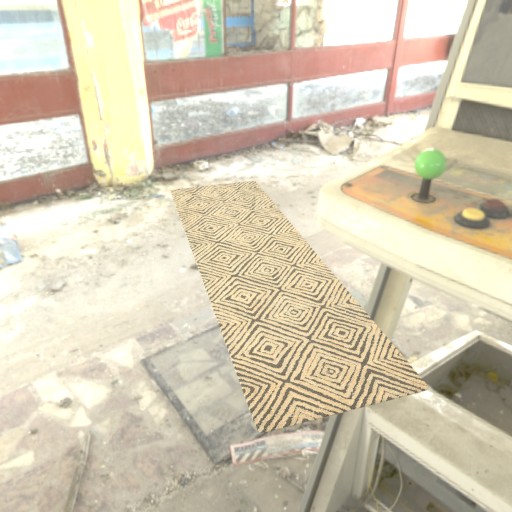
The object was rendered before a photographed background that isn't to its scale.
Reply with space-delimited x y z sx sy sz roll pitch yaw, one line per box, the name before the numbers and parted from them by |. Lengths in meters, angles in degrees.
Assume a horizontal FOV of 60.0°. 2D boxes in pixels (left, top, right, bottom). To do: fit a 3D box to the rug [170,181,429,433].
rug | 0.000 0.000 2.523 0.676 0.008 2.277 -9 31 -15
